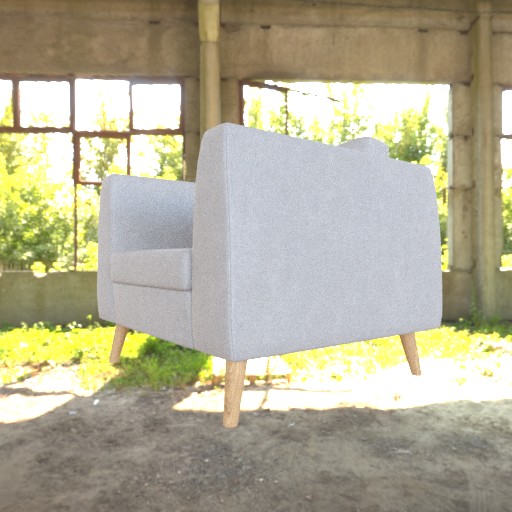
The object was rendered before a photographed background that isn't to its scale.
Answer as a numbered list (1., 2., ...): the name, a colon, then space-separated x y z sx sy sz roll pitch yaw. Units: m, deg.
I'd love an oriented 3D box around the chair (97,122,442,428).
1. chair: 0.000 0.000 1.698 0.930 0.860 1.000 0 -1 -37
